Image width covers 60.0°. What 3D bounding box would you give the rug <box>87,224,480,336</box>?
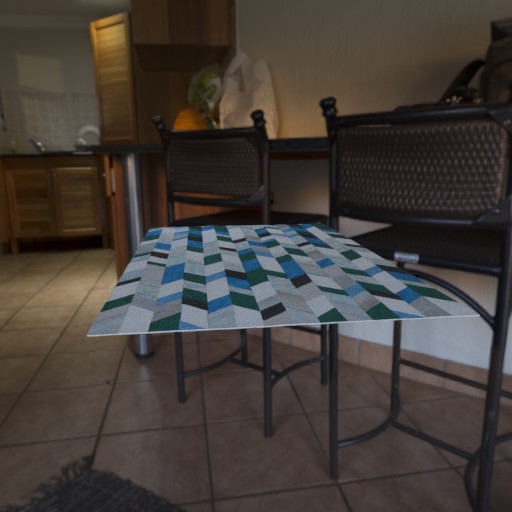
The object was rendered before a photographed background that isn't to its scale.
[{"bbox_3d":[0.000,0.000,2.233,1.229,0.005,1.827,-2,14,-7],"label":"rug"}]
